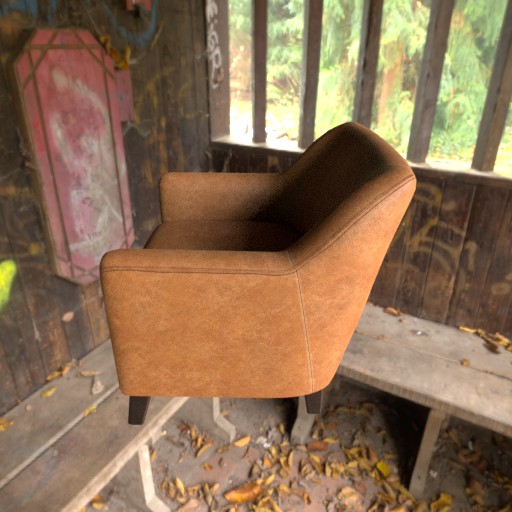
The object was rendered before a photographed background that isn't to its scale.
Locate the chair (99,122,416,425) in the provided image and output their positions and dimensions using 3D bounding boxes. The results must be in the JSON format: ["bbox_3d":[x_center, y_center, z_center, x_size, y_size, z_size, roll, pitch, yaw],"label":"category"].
[{"bbox_3d":[0.000,0.000,1.874,1.034,0.980,1.037,0,27,1],"label":"chair"}]
